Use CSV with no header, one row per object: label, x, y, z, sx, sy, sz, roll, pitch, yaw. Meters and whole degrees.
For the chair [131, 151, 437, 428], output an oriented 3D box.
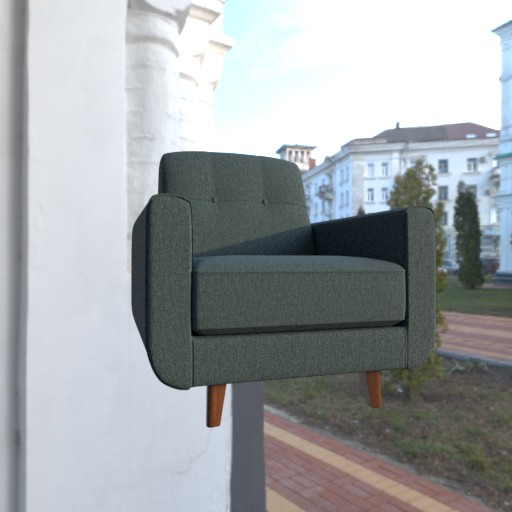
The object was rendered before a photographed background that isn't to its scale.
chair,0.000,0.000,1.681,0.880,0.940,0.964,0,-1,-18
